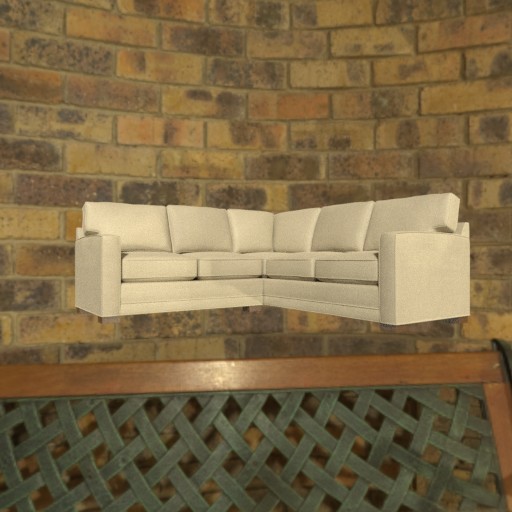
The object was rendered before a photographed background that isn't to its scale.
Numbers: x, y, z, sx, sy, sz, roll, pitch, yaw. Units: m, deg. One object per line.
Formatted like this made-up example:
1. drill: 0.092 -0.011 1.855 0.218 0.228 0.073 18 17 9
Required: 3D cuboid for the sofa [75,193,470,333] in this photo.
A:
1. sofa: 0.000 0.000 3.408 2.182 0.939 2.189 0 0 -34
